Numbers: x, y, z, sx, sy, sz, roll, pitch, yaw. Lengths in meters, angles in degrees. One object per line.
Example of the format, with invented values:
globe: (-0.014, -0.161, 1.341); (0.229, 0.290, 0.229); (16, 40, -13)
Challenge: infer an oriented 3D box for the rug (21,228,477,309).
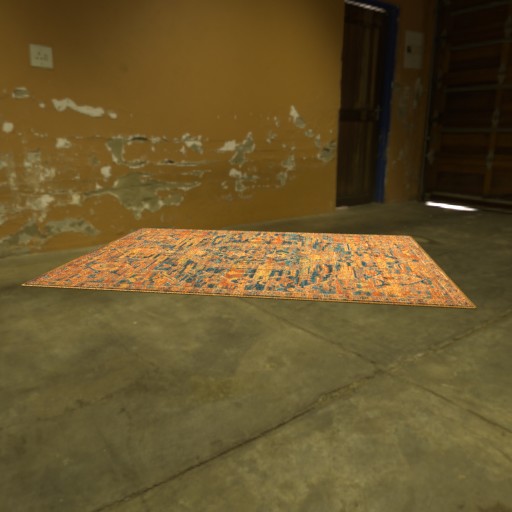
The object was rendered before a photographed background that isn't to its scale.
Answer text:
rug: (0.000, 0.000, 3.770); (2.916, 0.019, 2.043); (2, 15, 8)
